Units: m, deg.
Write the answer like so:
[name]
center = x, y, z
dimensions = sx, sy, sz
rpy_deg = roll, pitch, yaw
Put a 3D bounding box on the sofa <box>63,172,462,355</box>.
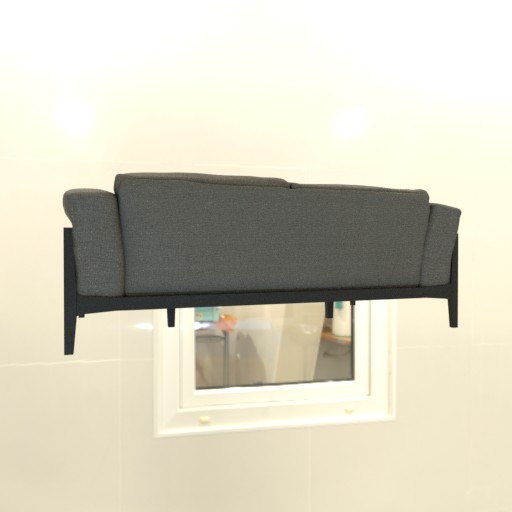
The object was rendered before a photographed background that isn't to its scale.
[sofa]
center = 0.000, 0.000, 2.187
dimensions = 1.690, 0.656, 0.960
rpy_deg = 0, 1, -19
